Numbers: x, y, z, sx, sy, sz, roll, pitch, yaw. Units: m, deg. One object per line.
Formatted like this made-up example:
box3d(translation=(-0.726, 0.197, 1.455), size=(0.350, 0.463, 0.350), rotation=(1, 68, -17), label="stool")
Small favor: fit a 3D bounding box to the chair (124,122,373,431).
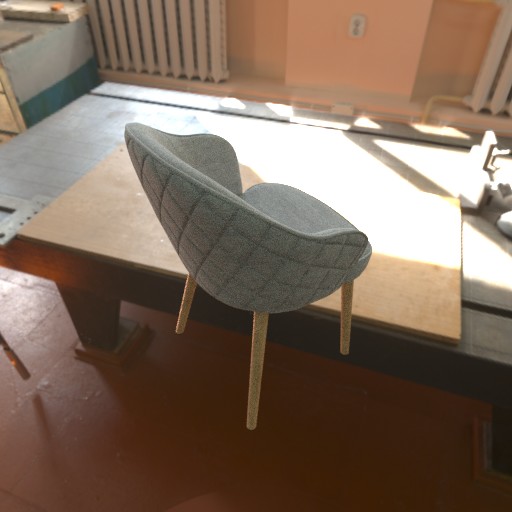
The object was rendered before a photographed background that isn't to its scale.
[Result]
box3d(translation=(0.000, 0.000, 1.181), size=(0.530, 0.800, 0.540), rotation=(-25, 47, -26), label="chair")
